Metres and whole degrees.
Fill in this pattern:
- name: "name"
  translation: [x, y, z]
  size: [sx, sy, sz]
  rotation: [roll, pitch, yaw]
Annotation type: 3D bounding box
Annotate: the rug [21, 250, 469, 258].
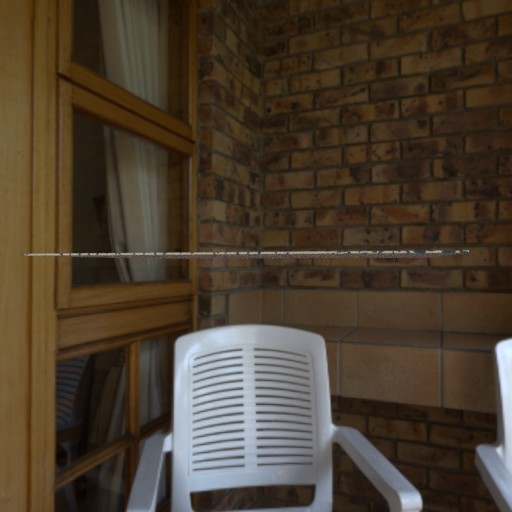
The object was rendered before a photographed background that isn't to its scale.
- name: "rug"
  translation: [0.000, 0.000, 2.300]
  size: [1.828, 0.007, 1.220]
  rotation: [0, -1, 17]
